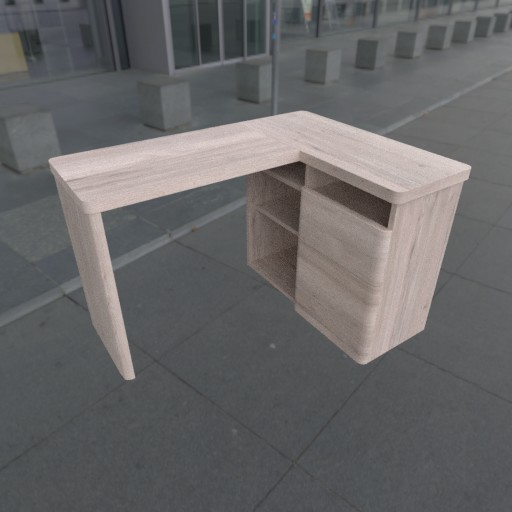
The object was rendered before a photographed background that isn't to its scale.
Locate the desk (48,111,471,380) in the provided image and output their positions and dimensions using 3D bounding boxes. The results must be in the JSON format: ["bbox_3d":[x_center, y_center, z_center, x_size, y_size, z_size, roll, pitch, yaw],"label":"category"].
[{"bbox_3d":[0.000,0.000,1.729,1.169,0.760,0.900,-20,38,-29],"label":"desk"}]
